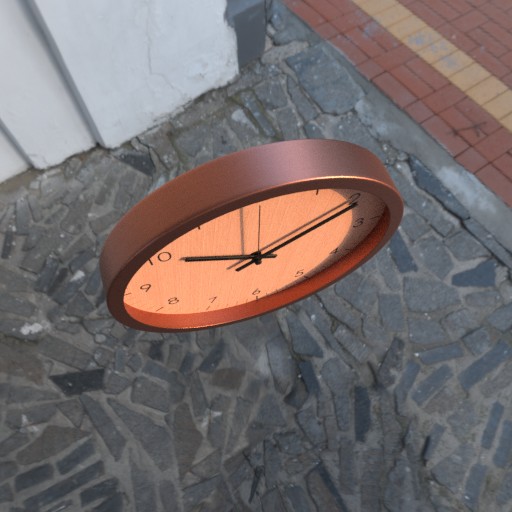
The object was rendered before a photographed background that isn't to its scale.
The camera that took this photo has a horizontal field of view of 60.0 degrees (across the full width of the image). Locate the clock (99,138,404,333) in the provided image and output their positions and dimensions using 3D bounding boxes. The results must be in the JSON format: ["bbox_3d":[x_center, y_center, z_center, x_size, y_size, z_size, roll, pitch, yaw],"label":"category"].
[{"bbox_3d":[0.000,0.000,0.472,0.313,0.313,0.040,-17,66,-8],"label":"clock"}]
